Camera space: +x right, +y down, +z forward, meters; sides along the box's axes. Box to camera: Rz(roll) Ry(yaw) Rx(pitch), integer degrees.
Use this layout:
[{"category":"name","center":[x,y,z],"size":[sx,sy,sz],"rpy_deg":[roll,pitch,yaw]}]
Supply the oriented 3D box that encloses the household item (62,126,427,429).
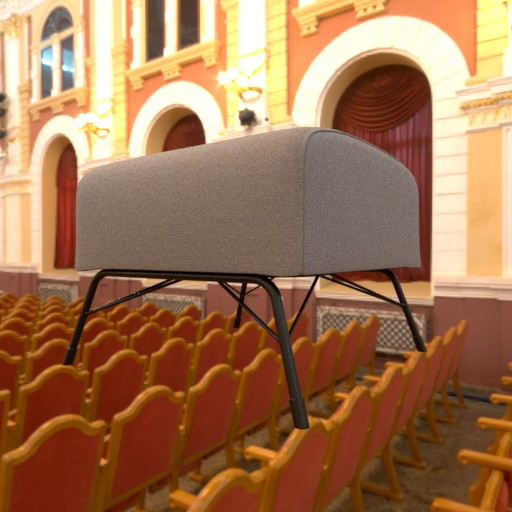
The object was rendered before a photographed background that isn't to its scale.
[{"category":"household item","center":[0.000,0.000,0.894],"size":[0.530,0.410,0.530],"rpy_deg":[0,0,36]}]
